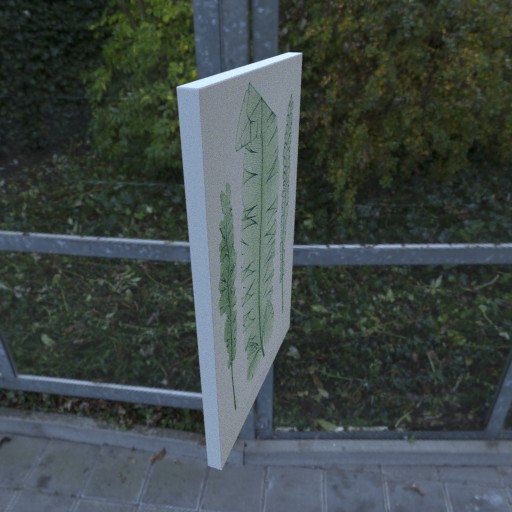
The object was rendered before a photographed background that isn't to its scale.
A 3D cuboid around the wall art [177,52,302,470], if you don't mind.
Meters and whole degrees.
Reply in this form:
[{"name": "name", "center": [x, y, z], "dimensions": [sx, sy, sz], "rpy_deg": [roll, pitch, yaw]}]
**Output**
[{"name": "wall art", "center": [0.000, 0.000, 1.151], "dimensions": [0.038, 0.914, 0.610], "rpy_deg": [10, 31, 17]}]
